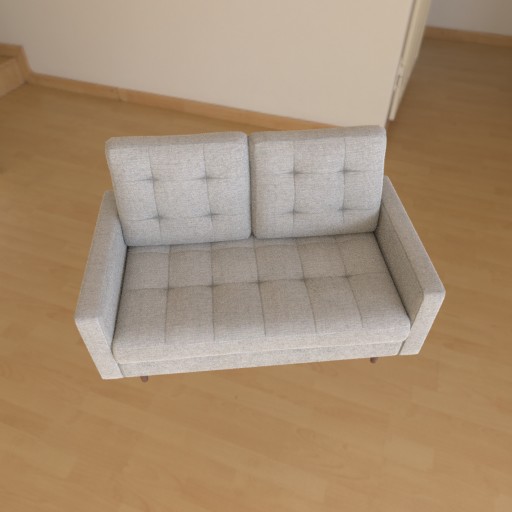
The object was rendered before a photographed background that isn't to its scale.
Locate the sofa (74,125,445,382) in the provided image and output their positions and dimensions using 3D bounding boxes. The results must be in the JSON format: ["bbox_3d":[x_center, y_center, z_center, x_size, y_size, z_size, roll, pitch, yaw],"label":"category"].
[{"bbox_3d":[0.000,0.000,1.992,1.407,0.907,0.842,-4,46,-4],"label":"sofa"}]
